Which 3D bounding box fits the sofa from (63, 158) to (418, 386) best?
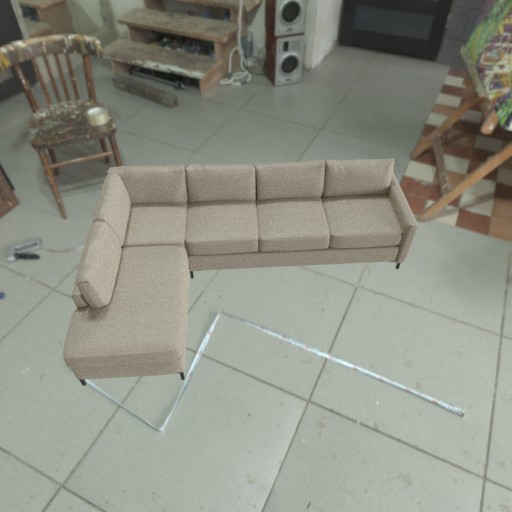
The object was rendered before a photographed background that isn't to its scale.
[{"bbox_3d":[0.000,0.000,3.238,2.423,0.703,1.617,-3,46,-3],"label":"sofa"}]
